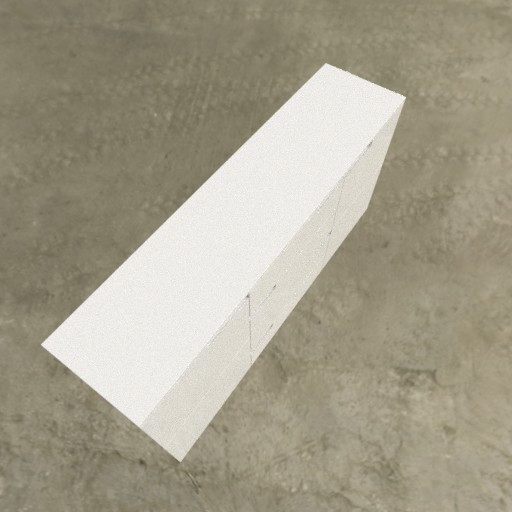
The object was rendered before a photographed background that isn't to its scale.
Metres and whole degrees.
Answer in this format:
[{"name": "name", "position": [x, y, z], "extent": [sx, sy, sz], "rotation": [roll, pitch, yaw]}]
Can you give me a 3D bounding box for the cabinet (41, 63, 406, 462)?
[{"name": "cabinet", "position": [0.000, 0.000, 1.954], "extent": [0.400, 0.800, 1.650], "rotation": [31, 64, 18]}]
